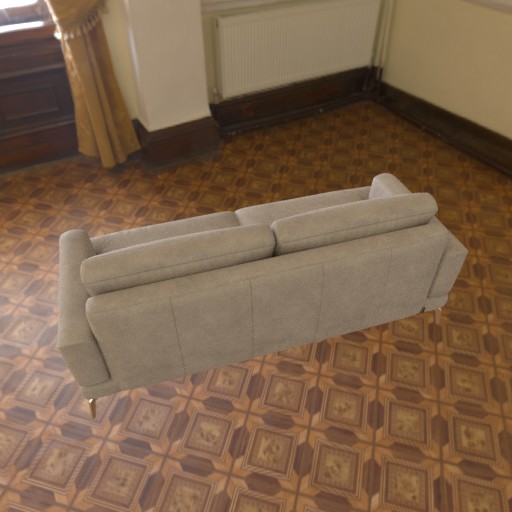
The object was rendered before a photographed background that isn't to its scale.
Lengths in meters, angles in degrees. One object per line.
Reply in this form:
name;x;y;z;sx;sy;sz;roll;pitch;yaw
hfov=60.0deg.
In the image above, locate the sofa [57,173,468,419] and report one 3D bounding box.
sofa;0.000;0.000;2.455;2.013;0.830;0.980;-12;44;-13
